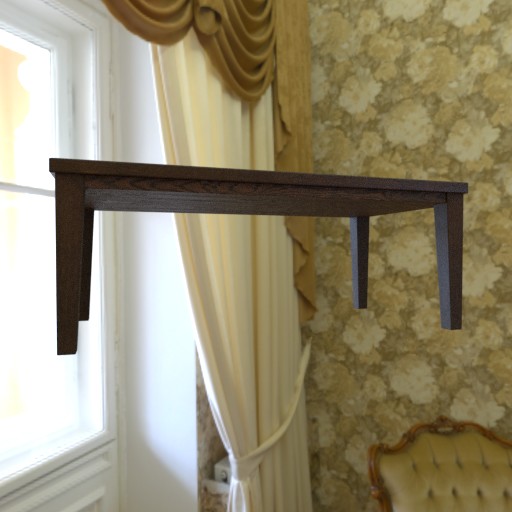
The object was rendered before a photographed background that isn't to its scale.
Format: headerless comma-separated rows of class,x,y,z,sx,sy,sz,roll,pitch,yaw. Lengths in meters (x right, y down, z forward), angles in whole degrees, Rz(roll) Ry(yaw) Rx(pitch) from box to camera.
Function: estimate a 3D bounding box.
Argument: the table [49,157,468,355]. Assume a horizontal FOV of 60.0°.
table,0.000,0.000,2.473,1.981,0.762,1.016,0,0,-18
